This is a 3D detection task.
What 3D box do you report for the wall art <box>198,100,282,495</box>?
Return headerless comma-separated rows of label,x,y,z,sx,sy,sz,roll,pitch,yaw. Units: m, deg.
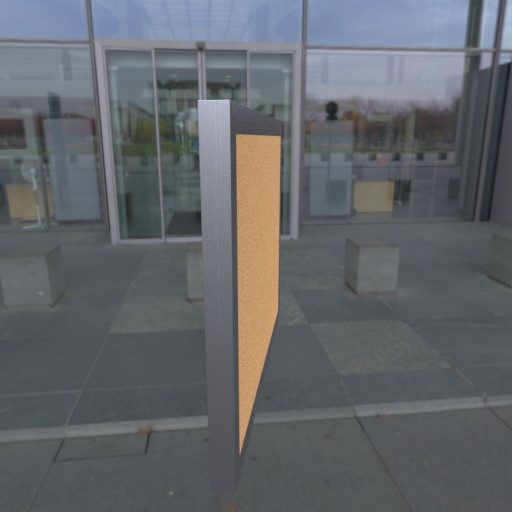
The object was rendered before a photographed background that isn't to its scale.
wall art,0.000,0.000,0.749,0.032,0.456,0.557,2,15,8
